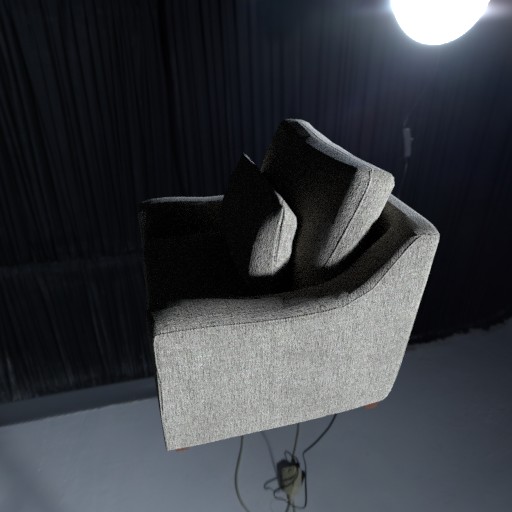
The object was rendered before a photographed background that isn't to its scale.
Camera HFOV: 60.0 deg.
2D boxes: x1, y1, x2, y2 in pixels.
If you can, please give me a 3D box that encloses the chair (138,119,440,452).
[{"bbox_3d":[0.000,0.000,1.995,1.009,1.037,1.138,-8,31,-13],"label":"chair"}]
